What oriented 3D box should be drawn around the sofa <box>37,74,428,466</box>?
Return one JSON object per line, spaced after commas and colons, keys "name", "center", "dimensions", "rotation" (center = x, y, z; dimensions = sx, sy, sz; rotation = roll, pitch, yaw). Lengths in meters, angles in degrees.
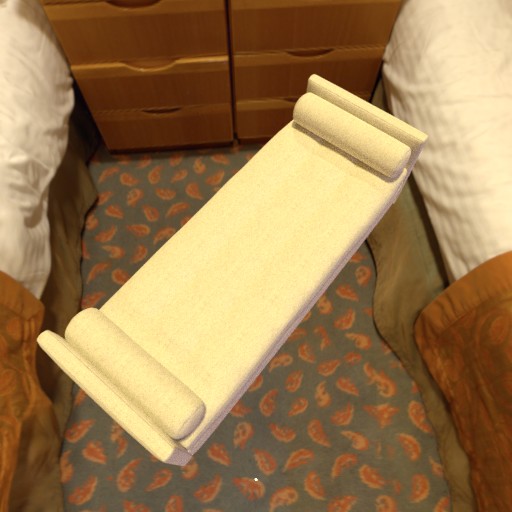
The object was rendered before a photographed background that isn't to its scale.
{"name": "sofa", "center": [0.000, 0.000, 2.441], "dimensions": [0.797, 0.655, 2.102], "rotation": [36, 69, 16]}
